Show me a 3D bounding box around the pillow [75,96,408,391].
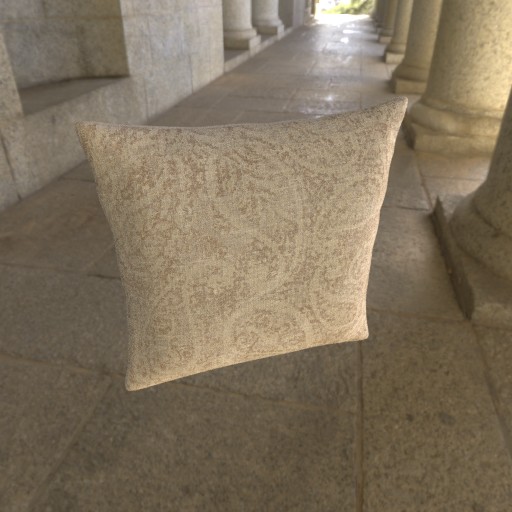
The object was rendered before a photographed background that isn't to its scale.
[{"bbox_3d":[0.000,0.000,0.787,0.523,0.510,0.166,-9,33,-15],"label":"pillow"}]
